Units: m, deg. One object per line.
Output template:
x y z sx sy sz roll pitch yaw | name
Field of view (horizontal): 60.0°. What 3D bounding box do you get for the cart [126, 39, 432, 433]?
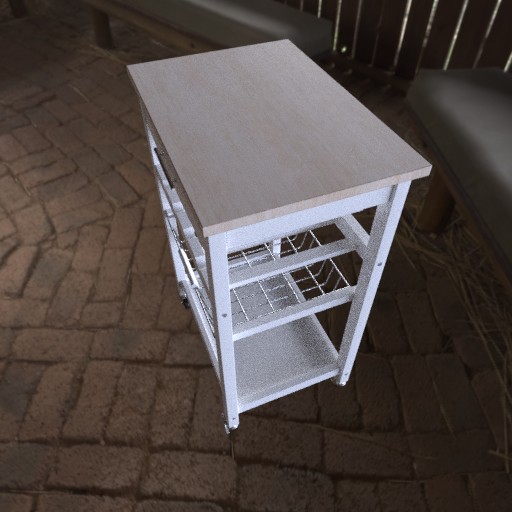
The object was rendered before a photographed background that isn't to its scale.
0.000 0.000 1.189 0.406 0.857 0.578 -17 49 -15 | cart
